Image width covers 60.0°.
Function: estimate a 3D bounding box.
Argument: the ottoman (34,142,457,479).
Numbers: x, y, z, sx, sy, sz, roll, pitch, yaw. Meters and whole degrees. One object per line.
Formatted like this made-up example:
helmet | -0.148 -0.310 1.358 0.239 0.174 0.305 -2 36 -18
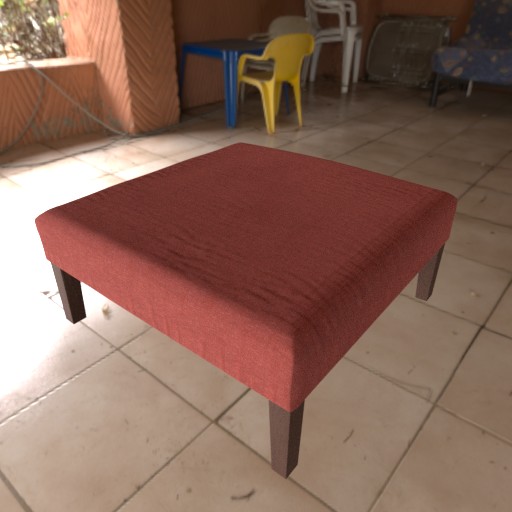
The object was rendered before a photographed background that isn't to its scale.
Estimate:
ottoman | 0.000 0.000 1.379 0.890 0.411 0.889 23 38 32
